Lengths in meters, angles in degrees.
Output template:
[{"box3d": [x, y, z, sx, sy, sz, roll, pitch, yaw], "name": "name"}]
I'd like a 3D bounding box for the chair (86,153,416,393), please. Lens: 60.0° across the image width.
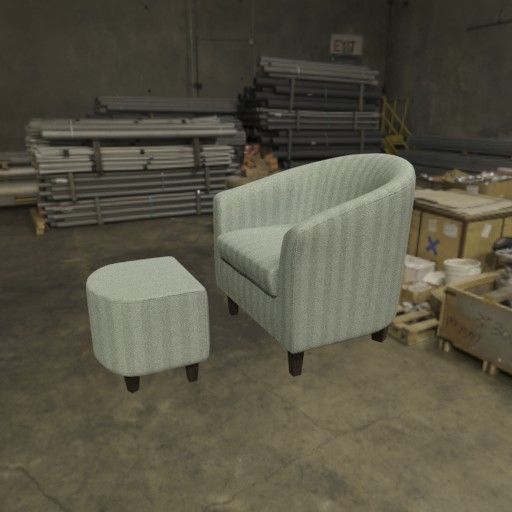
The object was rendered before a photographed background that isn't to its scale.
[{"box3d": [0.000, 0.000, 1.771, 1.288, 0.757, 0.756, -8, 19, -24], "name": "chair"}]
